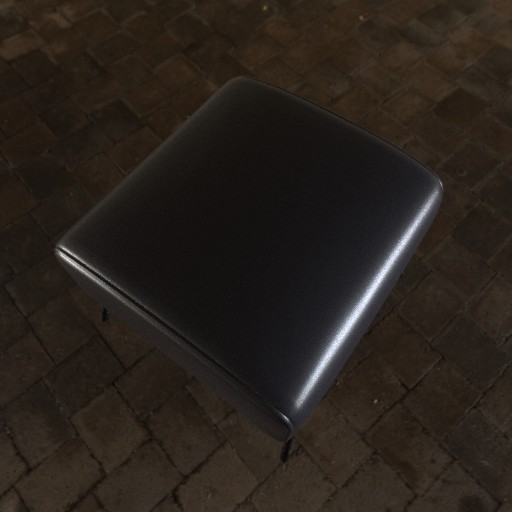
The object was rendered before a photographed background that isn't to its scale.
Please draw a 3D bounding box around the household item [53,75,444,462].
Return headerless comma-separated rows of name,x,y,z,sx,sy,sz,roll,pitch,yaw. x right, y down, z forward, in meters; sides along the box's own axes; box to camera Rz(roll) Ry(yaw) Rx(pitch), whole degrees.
household item,0.000,0.000,0.890,0.530,0.410,0.530,33,67,16
